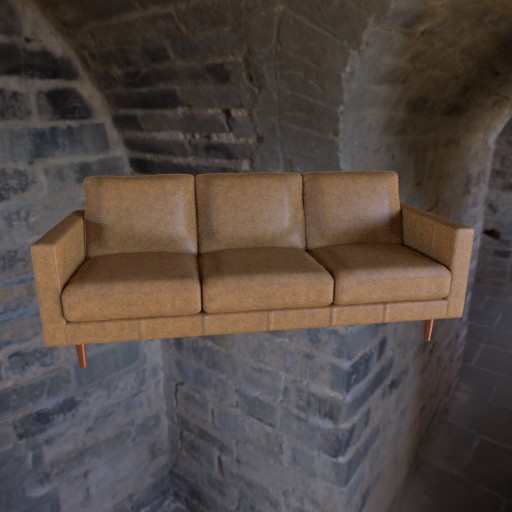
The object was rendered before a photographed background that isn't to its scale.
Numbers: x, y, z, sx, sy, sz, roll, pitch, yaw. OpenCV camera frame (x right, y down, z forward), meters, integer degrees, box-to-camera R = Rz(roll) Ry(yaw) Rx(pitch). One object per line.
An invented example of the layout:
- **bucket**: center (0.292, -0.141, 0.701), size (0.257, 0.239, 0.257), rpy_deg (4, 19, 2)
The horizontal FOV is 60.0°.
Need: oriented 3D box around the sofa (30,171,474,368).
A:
- **sofa**: center (0.000, 0.000, 2.647), size (2.231, 0.930, 0.903), rpy_deg (-3, 17, -9)
